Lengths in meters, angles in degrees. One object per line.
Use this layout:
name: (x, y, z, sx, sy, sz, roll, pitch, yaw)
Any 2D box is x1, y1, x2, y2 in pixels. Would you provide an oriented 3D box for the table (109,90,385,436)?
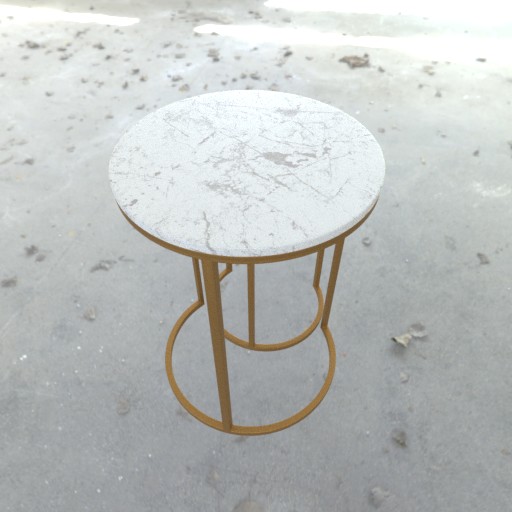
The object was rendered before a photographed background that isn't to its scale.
table: (0.000, 0.000, 0.890, 0.400, 0.550, 0.507, 10, 47, 9)
